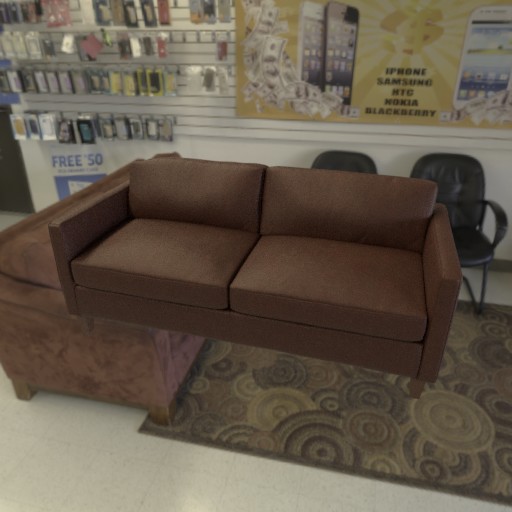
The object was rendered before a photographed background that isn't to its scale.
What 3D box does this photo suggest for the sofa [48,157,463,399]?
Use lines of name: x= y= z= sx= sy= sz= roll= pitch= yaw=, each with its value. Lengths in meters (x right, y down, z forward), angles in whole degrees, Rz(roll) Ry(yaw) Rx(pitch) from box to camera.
sofa: x=0.000 y=0.000 z=2.451 sx=1.971 sy=0.863 sz=0.923 roll=8 pitch=28 yaw=15
